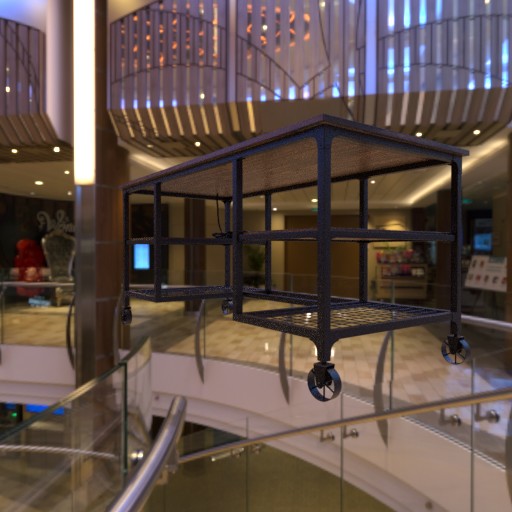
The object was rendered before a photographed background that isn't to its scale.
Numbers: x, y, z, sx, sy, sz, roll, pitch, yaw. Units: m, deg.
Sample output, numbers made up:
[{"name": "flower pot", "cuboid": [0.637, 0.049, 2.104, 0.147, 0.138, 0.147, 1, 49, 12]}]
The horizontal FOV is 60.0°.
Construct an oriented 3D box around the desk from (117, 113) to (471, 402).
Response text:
[{"name": "desk", "cuboid": [0.000, 0.000, 1.972, 0.711, 0.751, 1.590, 0, 1, -36]}]
